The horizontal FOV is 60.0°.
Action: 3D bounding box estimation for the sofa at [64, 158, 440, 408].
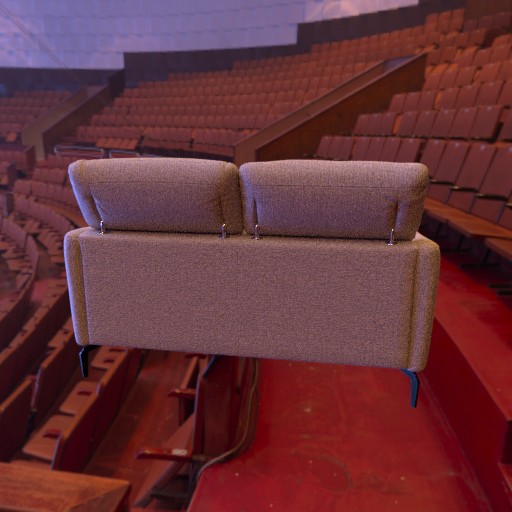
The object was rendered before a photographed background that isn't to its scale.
[{"bbox_3d":[0.000,0.000,2.126,1.540,0.950,0.905,2,15,9],"label":"sofa"}]
